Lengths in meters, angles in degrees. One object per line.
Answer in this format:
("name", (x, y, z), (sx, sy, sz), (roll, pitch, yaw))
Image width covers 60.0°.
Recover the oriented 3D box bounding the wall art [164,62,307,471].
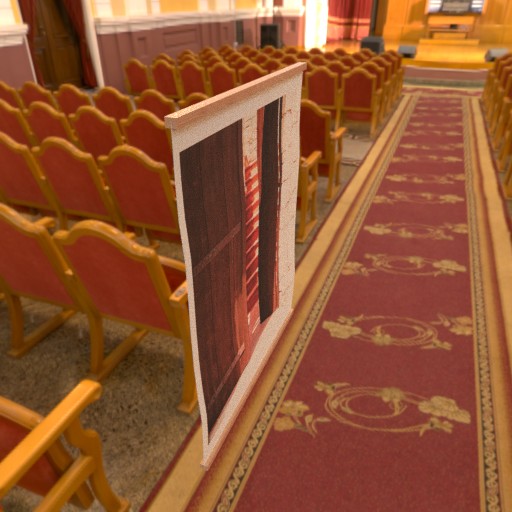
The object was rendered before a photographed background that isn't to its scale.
("wall art", (0.000, 0.000, 0.686), (0.013, 0.508, 0.406), (12, 32, 19))
